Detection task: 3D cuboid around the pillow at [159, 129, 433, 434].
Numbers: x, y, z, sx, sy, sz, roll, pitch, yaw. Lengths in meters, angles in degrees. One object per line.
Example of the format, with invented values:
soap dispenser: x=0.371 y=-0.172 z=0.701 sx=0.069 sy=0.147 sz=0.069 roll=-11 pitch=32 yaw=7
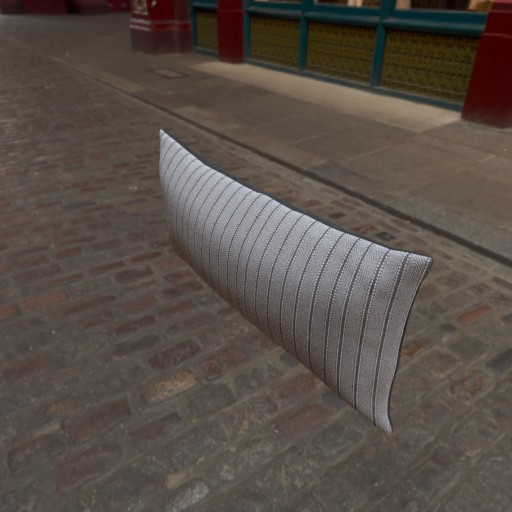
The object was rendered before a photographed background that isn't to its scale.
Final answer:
pillow: x=0.000 y=0.000 z=0.743 sx=0.151 sy=0.305 sz=0.609 roll=-23 pitch=39 yaw=-31
